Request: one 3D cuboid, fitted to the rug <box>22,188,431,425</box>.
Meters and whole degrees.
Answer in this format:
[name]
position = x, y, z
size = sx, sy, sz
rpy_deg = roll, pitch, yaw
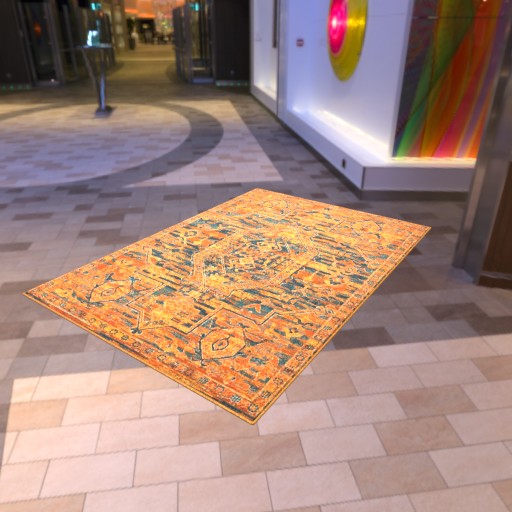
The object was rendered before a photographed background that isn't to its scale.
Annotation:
[rug]
position = 0.000, 0.000, 3.705
size = 2.043, 0.019, 2.916
rpy_deg = 18, 32, 31
